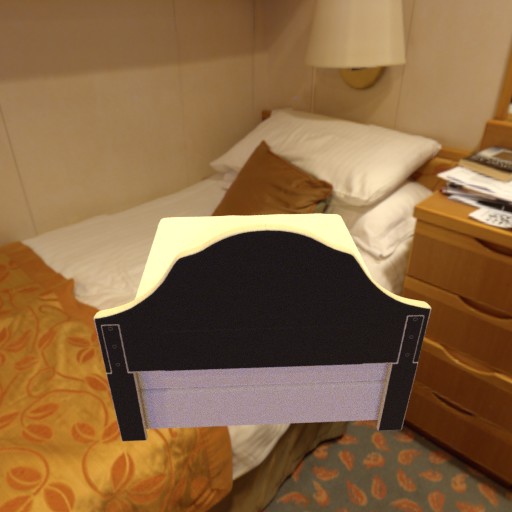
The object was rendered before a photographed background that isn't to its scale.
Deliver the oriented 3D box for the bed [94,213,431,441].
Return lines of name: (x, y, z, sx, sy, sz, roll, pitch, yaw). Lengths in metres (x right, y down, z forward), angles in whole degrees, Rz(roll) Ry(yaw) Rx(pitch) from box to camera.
bed: (0.000, 0.000, 3.635, 2.008, 1.615, 2.214, -1, 30, -2)
